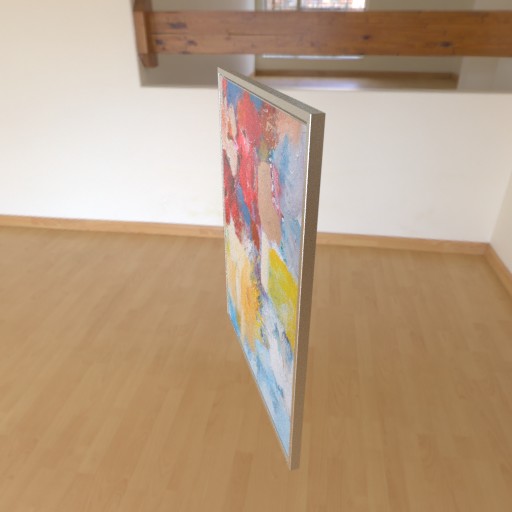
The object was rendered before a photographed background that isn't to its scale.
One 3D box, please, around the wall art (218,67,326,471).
[{"bbox_3d":[0.000,0.000,1.429,0.030,1.046,0.816,-8,30,-15],"label":"wall art"}]
